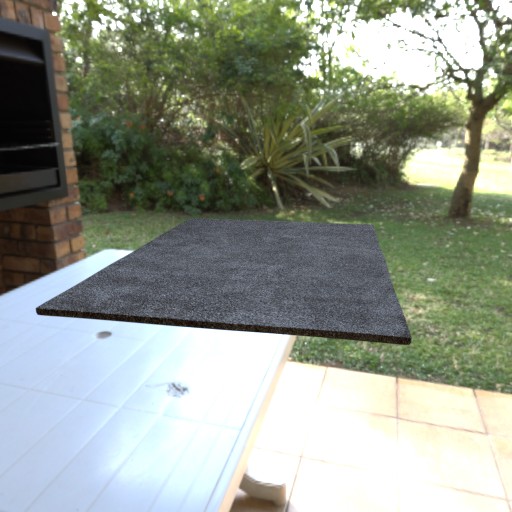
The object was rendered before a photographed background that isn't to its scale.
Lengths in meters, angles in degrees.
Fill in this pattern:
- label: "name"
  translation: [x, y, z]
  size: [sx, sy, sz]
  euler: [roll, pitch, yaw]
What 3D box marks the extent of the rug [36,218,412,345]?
- label: "rug"
  translation: [0.000, 0.000, 2.122]
  size: [1.198, 0.025, 1.601]
  euler: [3, 16, 10]
